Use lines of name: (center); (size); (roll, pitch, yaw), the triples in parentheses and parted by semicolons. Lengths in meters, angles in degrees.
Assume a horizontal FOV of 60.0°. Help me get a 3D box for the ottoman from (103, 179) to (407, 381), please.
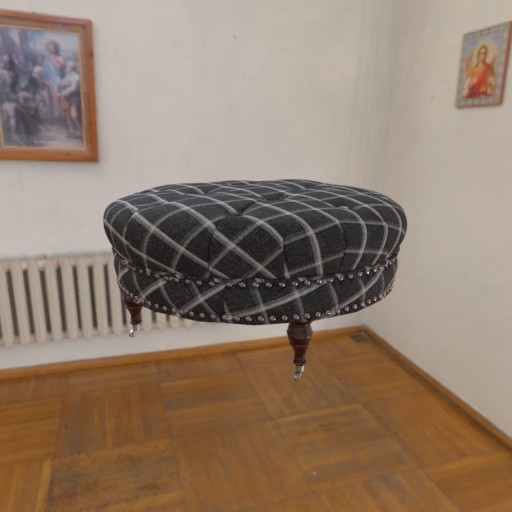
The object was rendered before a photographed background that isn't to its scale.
ottoman: (0.000, 0.000, 1.401); (0.901, 0.439, 0.901); (0, 15, 0)
